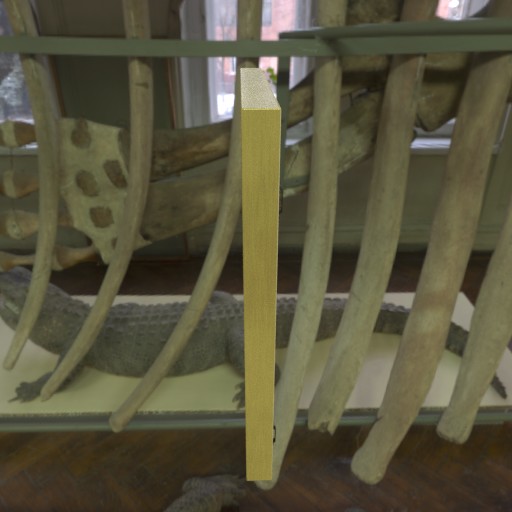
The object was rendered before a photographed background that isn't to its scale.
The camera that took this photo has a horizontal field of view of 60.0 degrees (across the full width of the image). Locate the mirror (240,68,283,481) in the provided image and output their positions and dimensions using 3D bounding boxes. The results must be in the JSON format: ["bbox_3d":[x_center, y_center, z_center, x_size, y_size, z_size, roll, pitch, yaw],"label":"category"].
[{"bbox_3d":[0.000,0.000,0.691,0.041,0.508,0.405,-1,28,-2],"label":"mirror"}]
